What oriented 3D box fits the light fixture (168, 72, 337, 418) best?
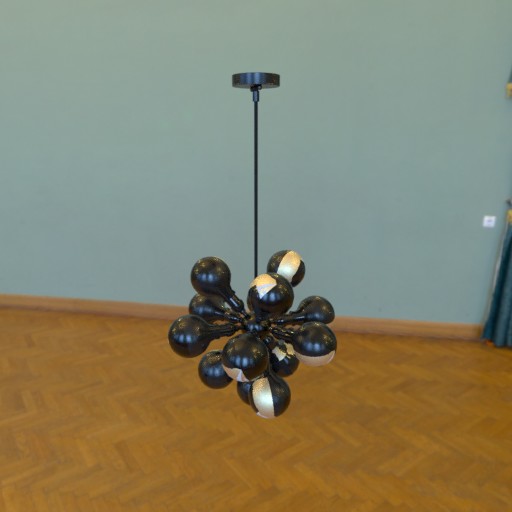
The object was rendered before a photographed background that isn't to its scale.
[{"bbox_3d":[0.000,0.000,1.131,0.420,0.859,0.468,2,16,8],"label":"light fixture"}]
